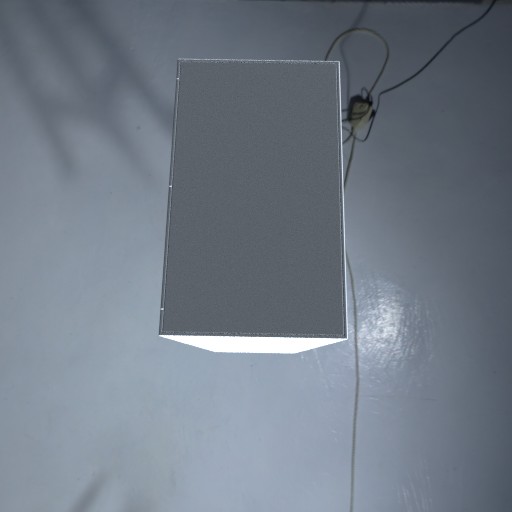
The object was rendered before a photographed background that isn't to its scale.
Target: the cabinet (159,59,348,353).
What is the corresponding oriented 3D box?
[{"bbox_3d":[0.000,0.000,2.406,0.580,1.920,0.980,1,76,0],"label":"cabinet"}]
